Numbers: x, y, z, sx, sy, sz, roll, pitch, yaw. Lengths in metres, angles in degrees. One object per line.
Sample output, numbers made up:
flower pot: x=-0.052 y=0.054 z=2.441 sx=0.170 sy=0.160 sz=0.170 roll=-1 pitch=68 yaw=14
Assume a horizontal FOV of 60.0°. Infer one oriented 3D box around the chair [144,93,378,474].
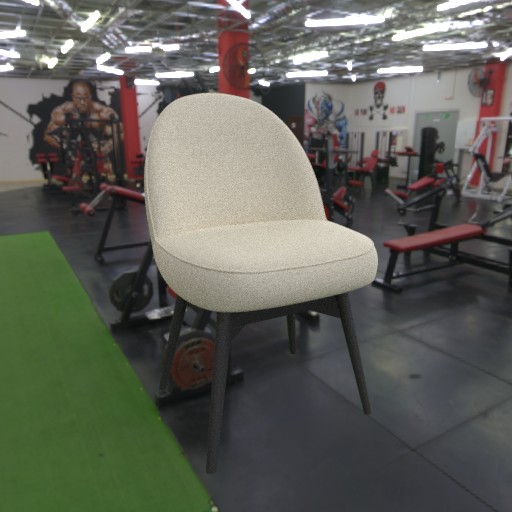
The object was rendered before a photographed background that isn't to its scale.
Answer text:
chair: x=0.000 y=0.000 z=1.166 sx=0.532 sy=0.838 sz=0.540 roll=-8 pitch=18 yaw=-27
